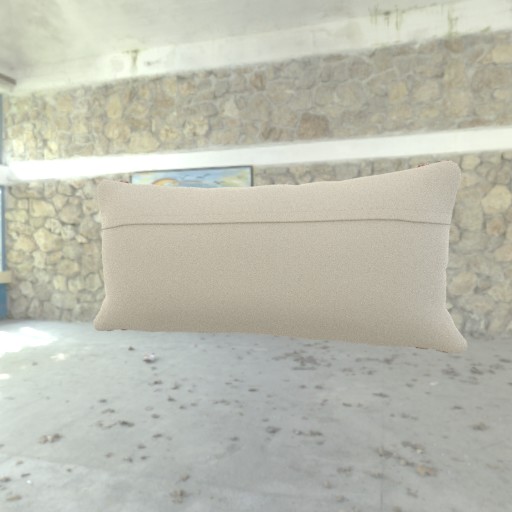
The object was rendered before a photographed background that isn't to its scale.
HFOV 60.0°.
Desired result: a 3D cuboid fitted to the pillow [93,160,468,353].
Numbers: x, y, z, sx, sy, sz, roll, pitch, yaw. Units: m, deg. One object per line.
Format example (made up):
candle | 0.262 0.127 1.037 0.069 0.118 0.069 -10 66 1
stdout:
pillow | 0.000 0.000 0.726 0.635 0.282 0.139 0 1 17
